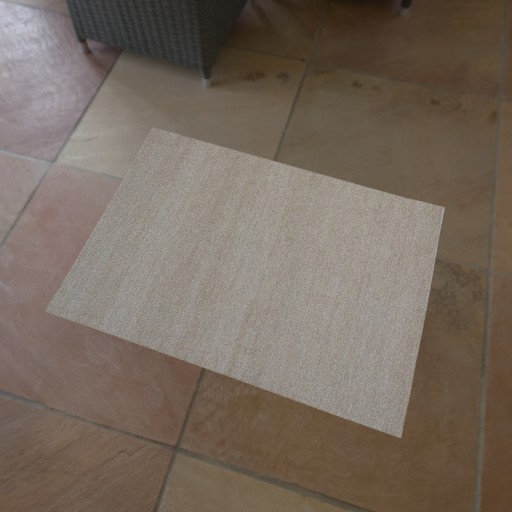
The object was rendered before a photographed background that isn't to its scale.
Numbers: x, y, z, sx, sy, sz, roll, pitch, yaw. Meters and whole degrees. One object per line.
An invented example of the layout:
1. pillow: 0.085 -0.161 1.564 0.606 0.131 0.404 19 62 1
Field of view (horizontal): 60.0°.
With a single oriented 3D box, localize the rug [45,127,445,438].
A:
1. rug: 0.000 0.000 3.729 2.869 0.038 2.032 17 64 9
